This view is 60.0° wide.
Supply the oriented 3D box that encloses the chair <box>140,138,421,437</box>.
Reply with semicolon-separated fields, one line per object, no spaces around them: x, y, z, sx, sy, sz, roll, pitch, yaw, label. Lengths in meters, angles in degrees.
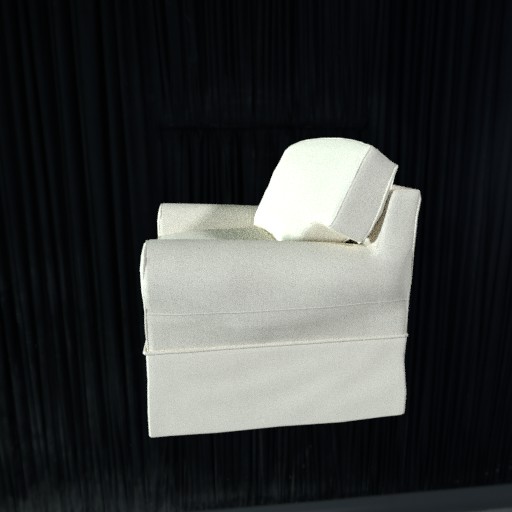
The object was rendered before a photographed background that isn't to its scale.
0.000;0.000;1.857;0.904;0.958;1.099;-2;14;-9;chair
